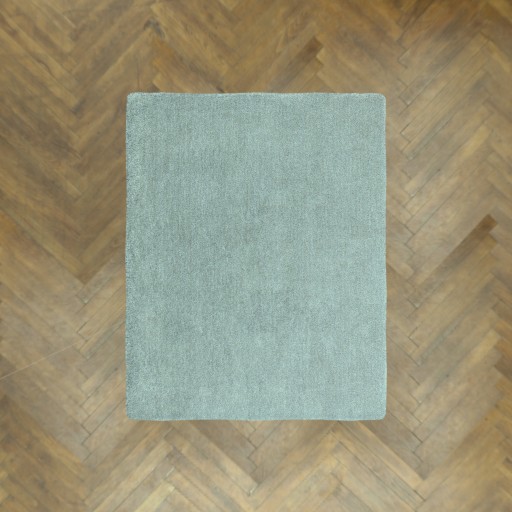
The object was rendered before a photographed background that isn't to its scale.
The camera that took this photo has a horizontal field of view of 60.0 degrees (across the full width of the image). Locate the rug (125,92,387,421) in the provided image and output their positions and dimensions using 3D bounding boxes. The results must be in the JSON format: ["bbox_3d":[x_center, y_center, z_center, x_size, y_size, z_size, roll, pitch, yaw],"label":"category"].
[{"bbox_3d":[0.000,0.000,3.946,2.332,0.027,2.933,0,90,0],"label":"rug"}]
